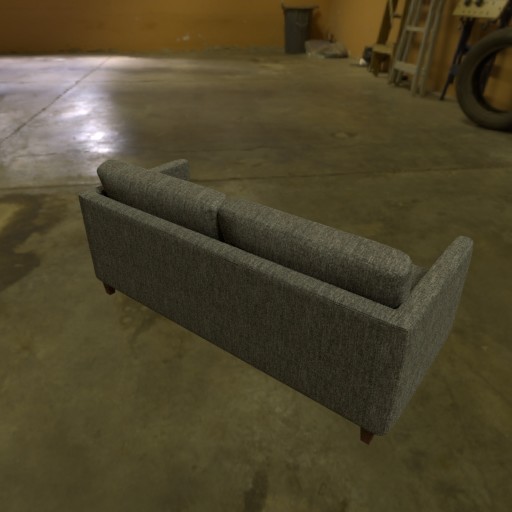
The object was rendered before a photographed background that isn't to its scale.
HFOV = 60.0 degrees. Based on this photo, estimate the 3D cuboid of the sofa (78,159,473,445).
[{"bbox_3d":[0.000,0.000,2.701,2.208,0.960,0.948,21,36,32],"label":"sofa"}]
